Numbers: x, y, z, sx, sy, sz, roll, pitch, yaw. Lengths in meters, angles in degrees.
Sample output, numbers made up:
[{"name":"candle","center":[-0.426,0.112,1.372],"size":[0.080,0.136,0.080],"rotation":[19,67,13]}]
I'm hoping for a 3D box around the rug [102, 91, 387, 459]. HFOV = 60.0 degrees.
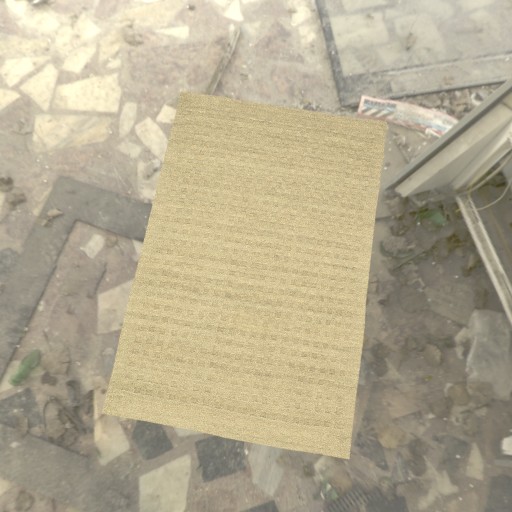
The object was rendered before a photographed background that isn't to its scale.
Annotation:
[{"name":"rug","center":[0.000,0.000,2.962],"size":[1.532,0.018,2.297],"rotation":[9,75,2]}]
